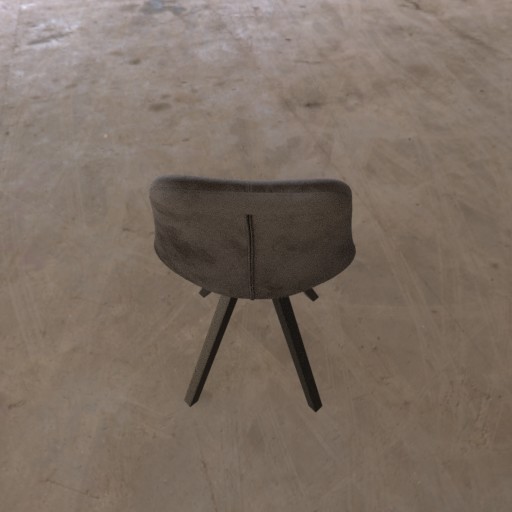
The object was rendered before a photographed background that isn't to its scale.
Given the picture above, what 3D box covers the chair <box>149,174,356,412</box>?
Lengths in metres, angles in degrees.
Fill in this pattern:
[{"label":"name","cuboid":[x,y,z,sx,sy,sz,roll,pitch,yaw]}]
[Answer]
[{"label":"chair","cuboid":[0.000,0.000,1.151,0.476,0.850,0.550,2,46,2]}]
